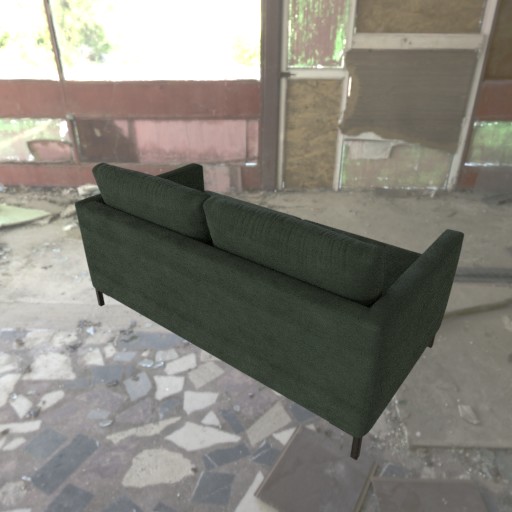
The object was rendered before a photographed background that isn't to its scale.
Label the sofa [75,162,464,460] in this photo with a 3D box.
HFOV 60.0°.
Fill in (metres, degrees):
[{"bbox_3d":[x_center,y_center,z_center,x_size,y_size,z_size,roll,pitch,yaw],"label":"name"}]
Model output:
[{"bbox_3d":[0.000,0.000,2.169,1.676,0.817,0.875,21,35,33],"label":"sofa"}]
